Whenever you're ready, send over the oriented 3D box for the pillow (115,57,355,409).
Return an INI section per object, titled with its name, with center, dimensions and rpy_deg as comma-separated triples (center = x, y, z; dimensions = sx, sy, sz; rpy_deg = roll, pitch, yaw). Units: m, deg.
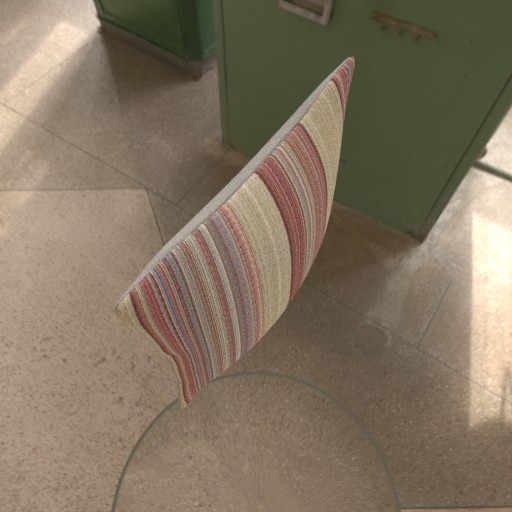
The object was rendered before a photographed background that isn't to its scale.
[pillow]
center = 0.000, 0.000, 0.654
dimensions = 0.136, 0.419, 0.437
rpy_deg = 31, 64, 17
